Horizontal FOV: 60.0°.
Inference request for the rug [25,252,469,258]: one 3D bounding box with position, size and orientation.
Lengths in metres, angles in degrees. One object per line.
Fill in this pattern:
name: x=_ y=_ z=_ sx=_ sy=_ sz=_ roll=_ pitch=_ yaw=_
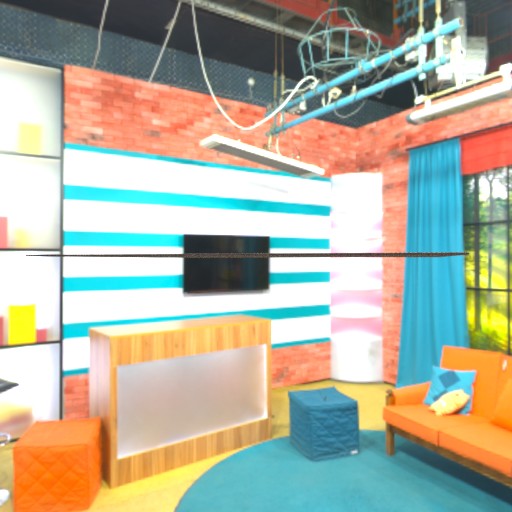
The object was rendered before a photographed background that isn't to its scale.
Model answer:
rug: x=0.000 y=0.000 z=3.007 sx=2.435 sy=0.011 sz=1.517 roll=0 pitch=-1 yaw=18
